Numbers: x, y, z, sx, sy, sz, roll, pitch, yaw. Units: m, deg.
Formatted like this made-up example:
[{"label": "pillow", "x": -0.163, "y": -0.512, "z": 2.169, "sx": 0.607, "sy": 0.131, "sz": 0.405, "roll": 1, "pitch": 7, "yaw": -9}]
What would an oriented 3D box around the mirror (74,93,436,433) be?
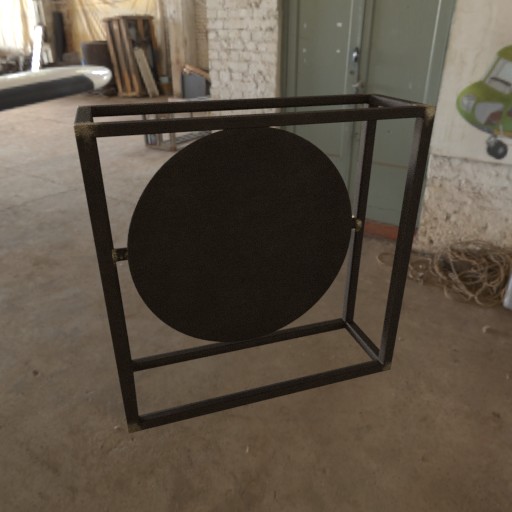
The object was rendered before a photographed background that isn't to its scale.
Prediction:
[{"label": "mirror", "x": 0.000, "y": 0.000, "z": 0.468, "sx": 0.306, "sy": 0.303, "sz": 0.107, "roll": -8, "pitch": 28, "yaw": -16}]
